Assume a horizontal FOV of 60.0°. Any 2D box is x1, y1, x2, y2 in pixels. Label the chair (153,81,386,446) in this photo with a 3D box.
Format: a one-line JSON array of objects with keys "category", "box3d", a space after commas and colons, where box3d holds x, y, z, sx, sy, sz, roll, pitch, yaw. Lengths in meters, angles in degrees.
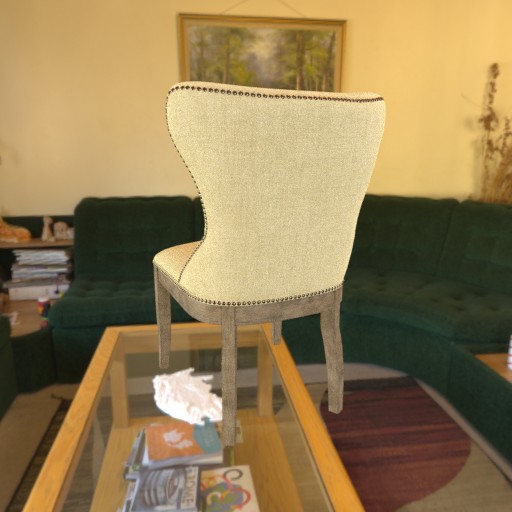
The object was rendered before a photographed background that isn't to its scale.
[{"category": "chair", "box3d": [0.000, 0.000, 1.462, 0.654, 1.002, 0.681, -7, 16, -25]}]
